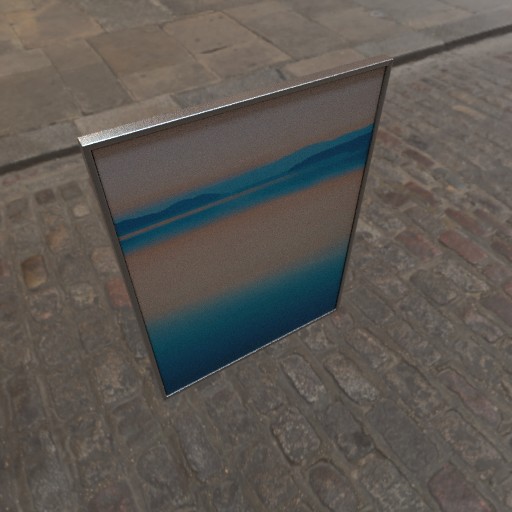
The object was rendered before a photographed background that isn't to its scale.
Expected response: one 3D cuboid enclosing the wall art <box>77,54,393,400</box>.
[{"bbox_3d":[0.000,0.000,1.384,0.801,1.062,0.037,-23,50,-21],"label":"wall art"}]
